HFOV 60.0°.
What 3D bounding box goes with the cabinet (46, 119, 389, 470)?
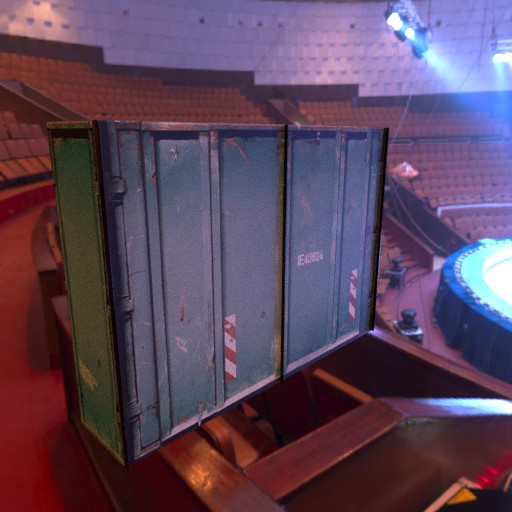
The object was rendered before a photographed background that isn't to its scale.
[{"bbox_3d":[0.000,0.000,3.824,3.001,2.160,0.680,-15,21,-43],"label":"cabinet"}]
